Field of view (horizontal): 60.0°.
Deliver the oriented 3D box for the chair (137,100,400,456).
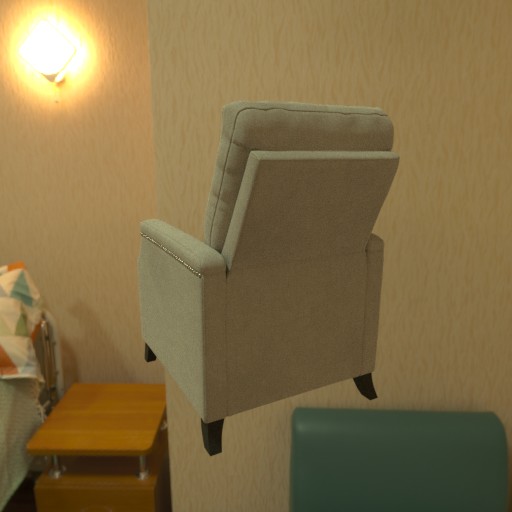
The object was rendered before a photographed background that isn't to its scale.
[{"bbox_3d":[0.000,0.000,1.681,0.710,1.049,0.922,-7,15,-28],"label":"chair"}]
